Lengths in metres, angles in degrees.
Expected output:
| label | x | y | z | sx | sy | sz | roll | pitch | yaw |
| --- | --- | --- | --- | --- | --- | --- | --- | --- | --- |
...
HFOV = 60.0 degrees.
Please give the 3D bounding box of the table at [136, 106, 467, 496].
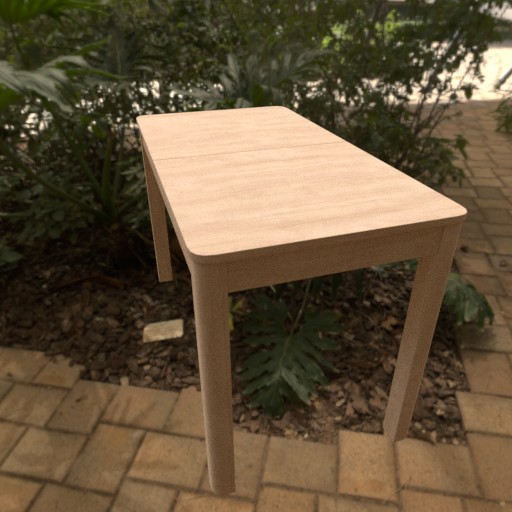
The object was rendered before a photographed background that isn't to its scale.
| label | x | y | z | sx | sy | sz | roll | pitch | yaw |
| --- | --- | --- | --- | --- | --- | --- | --- | --- | --- |
| table | 0.000 | 0.000 | 1.859 | 0.750 | 0.900 | 1.400 | -9 | 32 | -16 |
